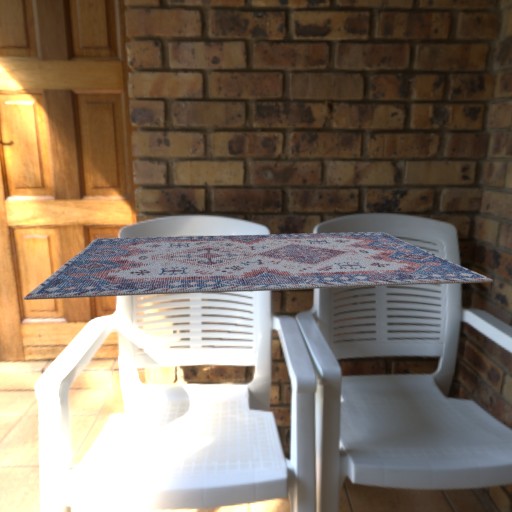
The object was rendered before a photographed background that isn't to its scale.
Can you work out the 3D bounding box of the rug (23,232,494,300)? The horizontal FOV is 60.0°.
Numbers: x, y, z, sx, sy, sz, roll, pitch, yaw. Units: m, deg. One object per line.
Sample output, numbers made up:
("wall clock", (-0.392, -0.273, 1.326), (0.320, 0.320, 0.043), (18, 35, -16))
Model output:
("rug", (0.000, 0.000, 3.022), (2.464, 0.023, 1.521), (-2, 13, -7))
